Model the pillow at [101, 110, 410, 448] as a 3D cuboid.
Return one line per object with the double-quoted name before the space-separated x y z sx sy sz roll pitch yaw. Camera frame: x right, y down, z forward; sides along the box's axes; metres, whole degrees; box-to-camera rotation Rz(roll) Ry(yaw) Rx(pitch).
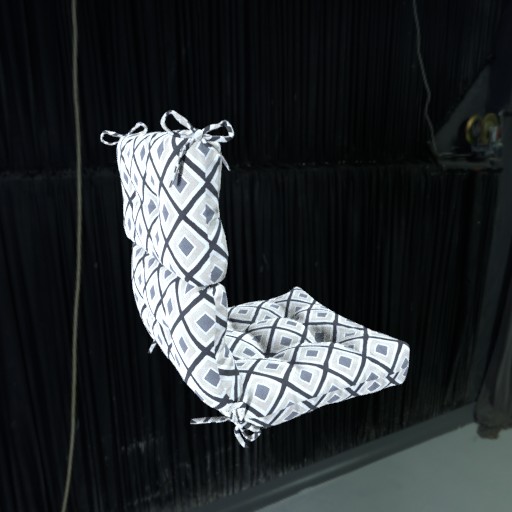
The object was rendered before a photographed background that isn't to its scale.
"pillow" 0.000 0.000 1.031 0.571 0.605 0.519 -8 16 -28
